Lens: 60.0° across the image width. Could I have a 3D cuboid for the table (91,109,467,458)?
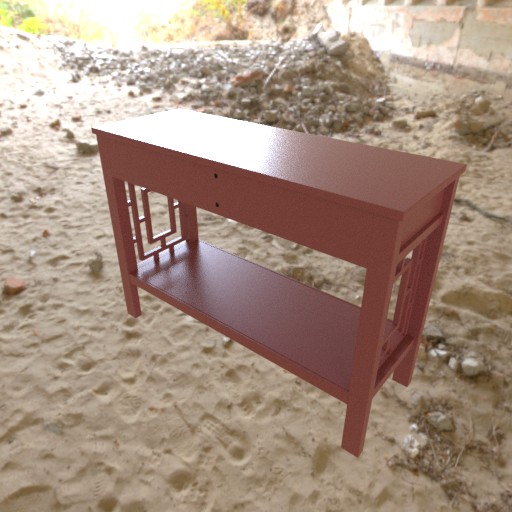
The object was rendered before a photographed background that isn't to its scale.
[{"bbox_3d":[0.000,0.000,1.470,1.068,0.753,0.397,22,36,34],"label":"table"}]
